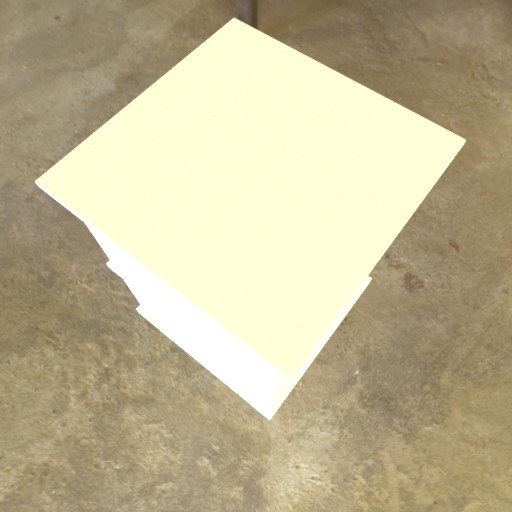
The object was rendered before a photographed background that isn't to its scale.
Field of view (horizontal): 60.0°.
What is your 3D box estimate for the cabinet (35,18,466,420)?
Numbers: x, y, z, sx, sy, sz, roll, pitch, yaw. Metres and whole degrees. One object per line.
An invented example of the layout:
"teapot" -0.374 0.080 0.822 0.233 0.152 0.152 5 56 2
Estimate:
"cabinet" 0.000 0.000 1.133 0.547 0.775 0.544 35 69 16
